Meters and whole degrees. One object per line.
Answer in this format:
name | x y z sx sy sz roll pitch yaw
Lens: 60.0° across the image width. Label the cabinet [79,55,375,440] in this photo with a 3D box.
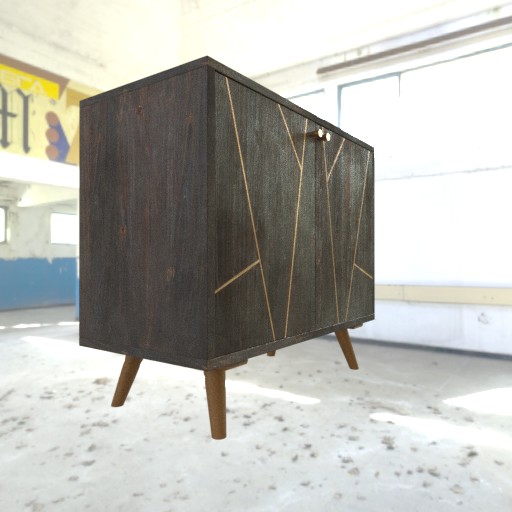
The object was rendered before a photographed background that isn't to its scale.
cabinet | 0.000 0.000 1.543 0.529 0.897 1.023 0 0 36
